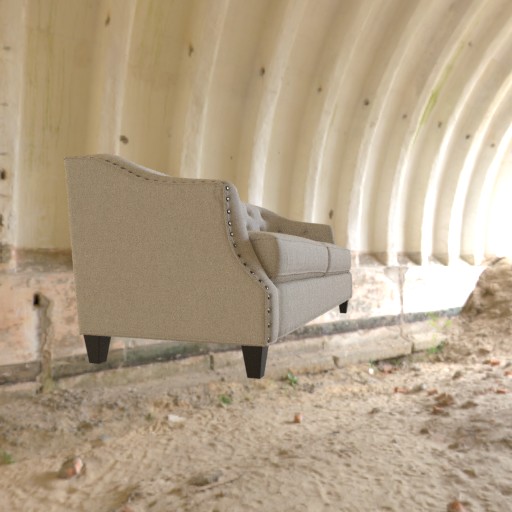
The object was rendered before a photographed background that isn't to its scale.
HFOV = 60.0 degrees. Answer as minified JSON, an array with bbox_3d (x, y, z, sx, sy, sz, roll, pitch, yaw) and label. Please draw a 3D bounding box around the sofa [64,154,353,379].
[{"bbox_3d":[0.000,0.000,2.725,0.914,0.901,2.235,0,-1,20],"label":"sofa"}]
